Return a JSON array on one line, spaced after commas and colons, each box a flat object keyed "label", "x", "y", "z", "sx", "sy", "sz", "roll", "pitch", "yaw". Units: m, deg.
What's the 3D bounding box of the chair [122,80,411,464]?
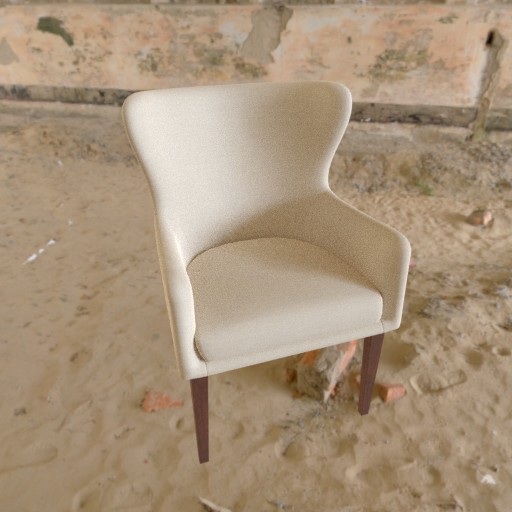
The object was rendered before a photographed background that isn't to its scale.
[{"label": "chair", "x": 0.000, "y": 0.000, "z": 1.446, "sx": 0.696, "sy": 0.990, "sz": 0.744, "roll": -10, "pitch": 32, "yaw": -16}]
